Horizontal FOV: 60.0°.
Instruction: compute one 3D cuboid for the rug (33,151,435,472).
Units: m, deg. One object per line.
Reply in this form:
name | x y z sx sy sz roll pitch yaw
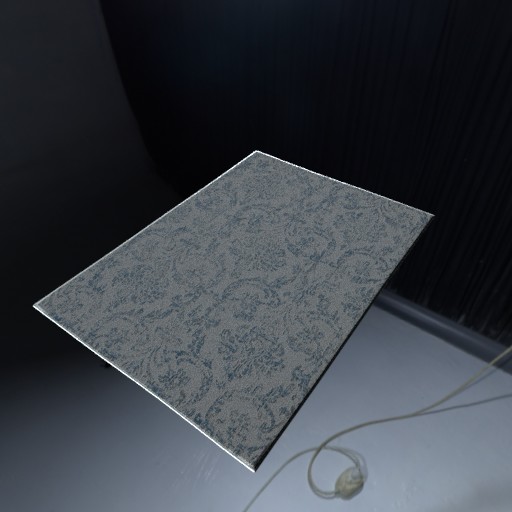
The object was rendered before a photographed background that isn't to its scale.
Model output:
rug | 0.000 0.000 2.868 1.586 0.014 2.197 26 49 26
